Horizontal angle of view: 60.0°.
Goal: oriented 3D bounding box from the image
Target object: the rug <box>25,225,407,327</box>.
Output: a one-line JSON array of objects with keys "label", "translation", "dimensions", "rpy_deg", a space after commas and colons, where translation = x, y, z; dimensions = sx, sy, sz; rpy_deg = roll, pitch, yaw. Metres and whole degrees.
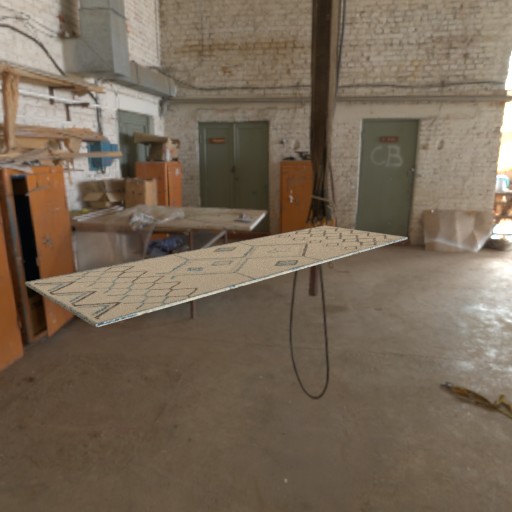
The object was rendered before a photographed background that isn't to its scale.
[{"label": "rug", "translation": [0.000, 0.000, 2.738], "dimensions": [2.434, 0.013, 0.770], "rpy_deg": [-13, 18, -43]}]
